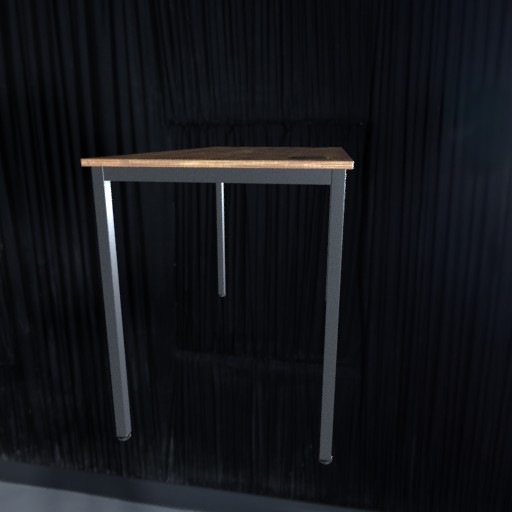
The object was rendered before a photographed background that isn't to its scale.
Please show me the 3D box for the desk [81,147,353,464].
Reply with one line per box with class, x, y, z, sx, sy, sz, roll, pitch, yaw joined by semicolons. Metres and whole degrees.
desk;0.000;0.000;1.617;0.600;0.749;1.200;2;15;9
